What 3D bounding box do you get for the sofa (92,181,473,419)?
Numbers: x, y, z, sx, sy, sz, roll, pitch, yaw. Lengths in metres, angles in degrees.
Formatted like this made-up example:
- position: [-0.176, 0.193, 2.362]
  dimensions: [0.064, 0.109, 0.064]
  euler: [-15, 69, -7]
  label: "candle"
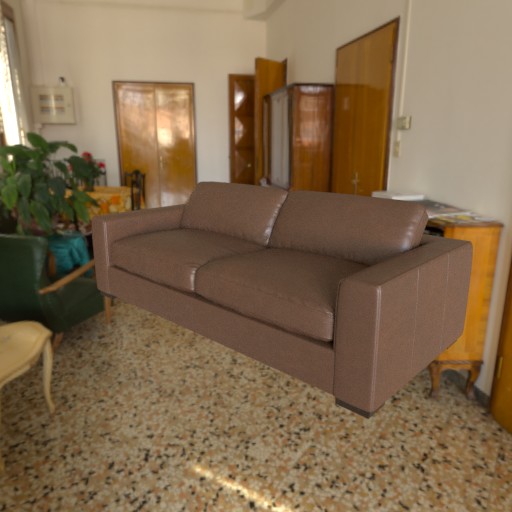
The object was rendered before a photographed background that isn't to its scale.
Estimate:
- position: [0.000, 0.000, 2.801]
  dimensions: [2.262, 0.801, 1.070]
  euler: [14, 20, 41]
  label: "sofa"
